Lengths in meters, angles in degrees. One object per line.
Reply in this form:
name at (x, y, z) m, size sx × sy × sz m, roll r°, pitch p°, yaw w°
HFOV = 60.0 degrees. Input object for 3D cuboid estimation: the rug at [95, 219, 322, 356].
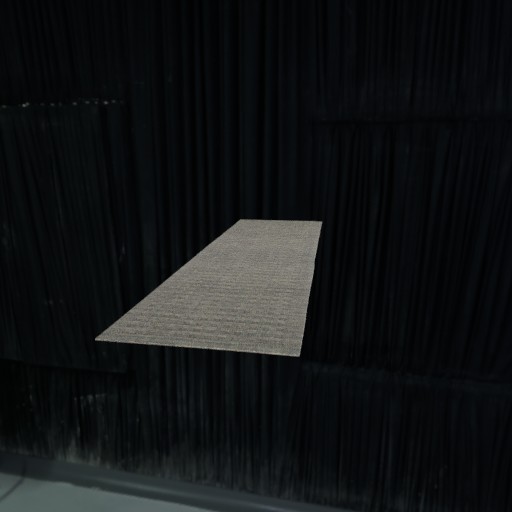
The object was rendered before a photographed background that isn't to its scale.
rug at (0.000, 0.000, 2.635) m, size 0.706 × 0.009 × 2.443 m, roll 3°, pitch 15°, yaw 10°
